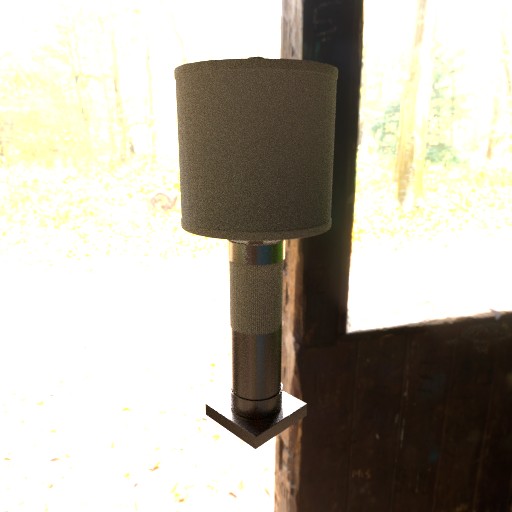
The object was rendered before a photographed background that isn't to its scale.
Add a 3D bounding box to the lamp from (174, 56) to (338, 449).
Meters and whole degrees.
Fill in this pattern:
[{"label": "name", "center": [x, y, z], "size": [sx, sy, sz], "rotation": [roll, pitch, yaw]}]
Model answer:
[{"label": "lamp", "center": [0.000, 0.000, 0.617], "size": [0.202, 0.509, 0.202], "rotation": [-14, 21, -43]}]
